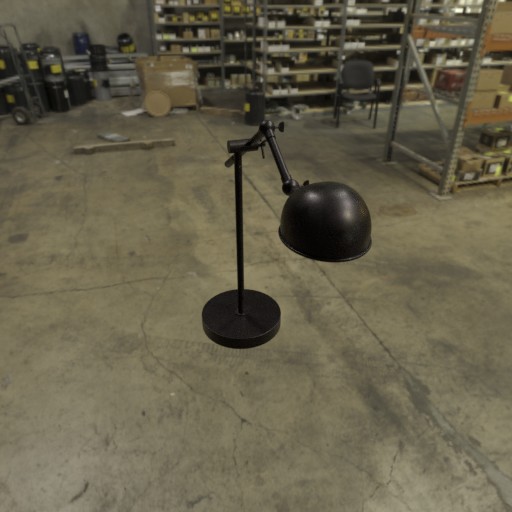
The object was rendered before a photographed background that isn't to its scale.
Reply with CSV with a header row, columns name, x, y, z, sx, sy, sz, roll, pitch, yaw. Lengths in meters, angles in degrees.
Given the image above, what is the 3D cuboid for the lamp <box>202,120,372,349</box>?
name,x,y,z,sx,sy,sz,roll,pitch,yaw
lamp,0.000,0.000,0.836,0.185,0.495,0.567,-10,33,-15
